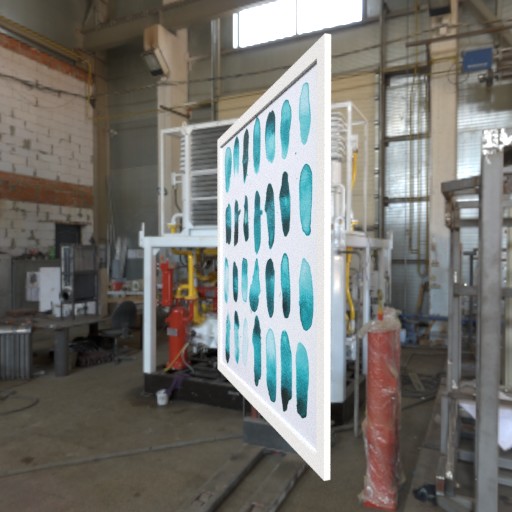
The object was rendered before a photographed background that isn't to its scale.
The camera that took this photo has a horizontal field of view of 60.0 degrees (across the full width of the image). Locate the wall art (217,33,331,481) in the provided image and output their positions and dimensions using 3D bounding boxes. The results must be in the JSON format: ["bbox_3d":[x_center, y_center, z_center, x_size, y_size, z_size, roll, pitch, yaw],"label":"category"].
[{"bbox_3d":[0.000,0.000,0.819,0.009,0.559,0.558,0,1,-19],"label":"wall art"}]
